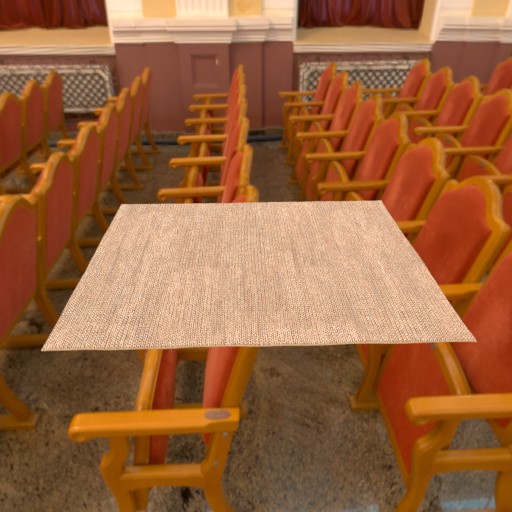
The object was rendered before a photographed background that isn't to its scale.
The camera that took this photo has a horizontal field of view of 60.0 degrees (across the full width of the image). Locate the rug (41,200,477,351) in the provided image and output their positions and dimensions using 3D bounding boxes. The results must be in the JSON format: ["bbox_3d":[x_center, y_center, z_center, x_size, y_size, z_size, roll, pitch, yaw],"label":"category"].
[{"bbox_3d":[0.000,0.000,4.128,3.052,0.030,2.429,-1,31,-2],"label":"rug"}]
